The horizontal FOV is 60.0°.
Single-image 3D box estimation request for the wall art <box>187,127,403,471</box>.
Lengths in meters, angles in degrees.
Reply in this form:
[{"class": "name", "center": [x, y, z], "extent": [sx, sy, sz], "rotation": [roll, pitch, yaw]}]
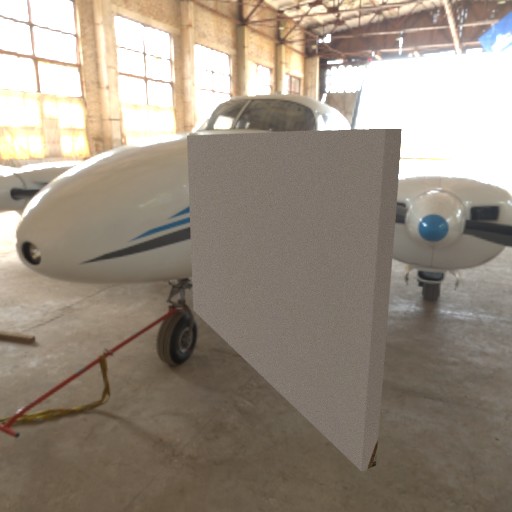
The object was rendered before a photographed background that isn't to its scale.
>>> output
[{"class": "wall art", "center": [0.000, 0.000, 1.124], "extent": [0.038, 0.601, 0.898], "rotation": [-7, 16, -26]}]
